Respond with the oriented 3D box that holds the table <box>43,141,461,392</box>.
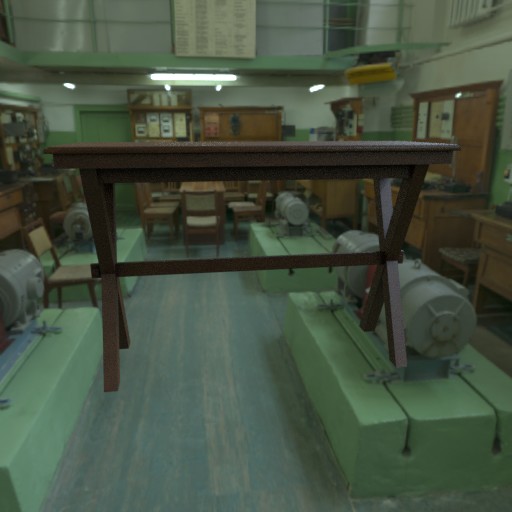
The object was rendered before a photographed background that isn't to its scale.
[{"bbox_3d":[0.000,0.000,1.549,1.197,0.763,0.399,-2,16,-8],"label":"table"}]
